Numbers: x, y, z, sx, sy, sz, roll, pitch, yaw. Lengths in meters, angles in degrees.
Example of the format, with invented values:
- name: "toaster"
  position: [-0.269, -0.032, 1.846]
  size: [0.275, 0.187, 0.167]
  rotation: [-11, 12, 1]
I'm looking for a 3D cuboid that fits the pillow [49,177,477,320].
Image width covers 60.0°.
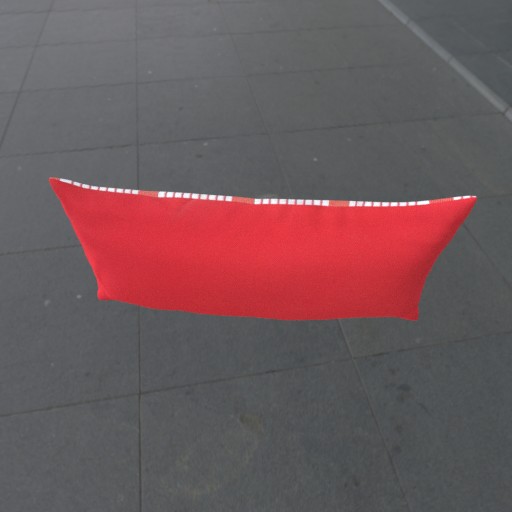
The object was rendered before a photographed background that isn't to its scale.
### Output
- name: "pillow"
  position: [0.000, 0.000, 0.733]
  size: [0.608, 0.297, 0.151]
  rotation: [3, 47, 3]
